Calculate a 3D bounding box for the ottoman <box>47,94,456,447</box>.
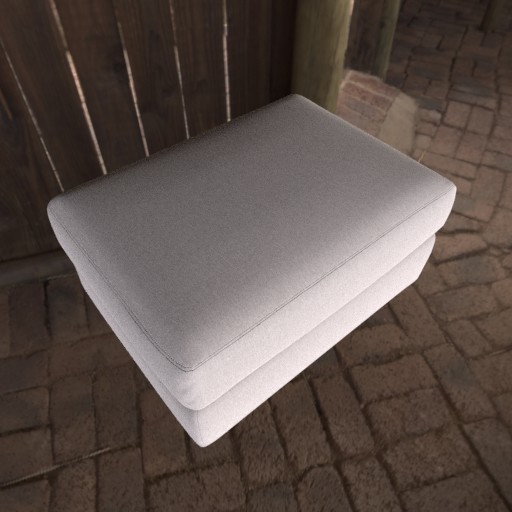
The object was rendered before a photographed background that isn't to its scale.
[{"bbox_3d":[0.000,0.000,1.128,0.773,0.497,0.574,-32,55,-25],"label":"ottoman"}]
